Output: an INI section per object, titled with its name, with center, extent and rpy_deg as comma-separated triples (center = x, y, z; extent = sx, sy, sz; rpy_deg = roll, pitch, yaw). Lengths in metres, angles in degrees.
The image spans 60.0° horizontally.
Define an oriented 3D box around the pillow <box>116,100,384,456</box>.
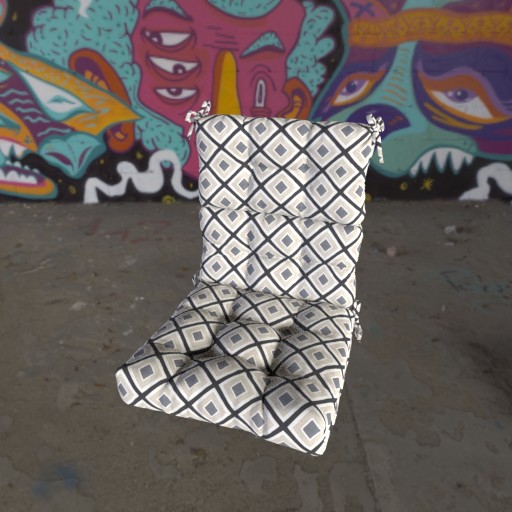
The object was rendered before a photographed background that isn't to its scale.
[pillow]
center = 0.000, 0.000, 1.040
extent = 0.519, 0.605, 0.571
rpy_deg = 9, 29, 16
